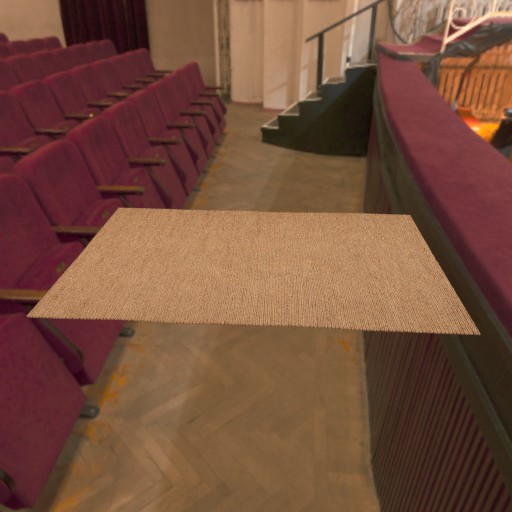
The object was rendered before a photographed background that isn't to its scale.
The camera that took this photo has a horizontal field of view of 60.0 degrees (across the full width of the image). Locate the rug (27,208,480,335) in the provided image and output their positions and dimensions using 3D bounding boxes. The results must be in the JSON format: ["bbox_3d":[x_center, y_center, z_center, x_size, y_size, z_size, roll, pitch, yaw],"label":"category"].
[{"bbox_3d":[0.000,0.000,3.039,2.439,0.011,1.533,2,29,3],"label":"rug"}]
